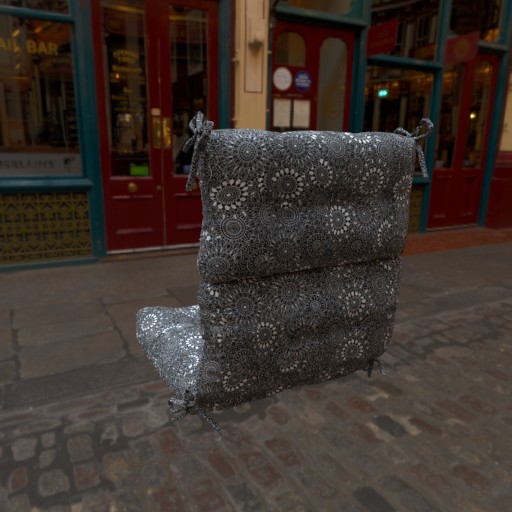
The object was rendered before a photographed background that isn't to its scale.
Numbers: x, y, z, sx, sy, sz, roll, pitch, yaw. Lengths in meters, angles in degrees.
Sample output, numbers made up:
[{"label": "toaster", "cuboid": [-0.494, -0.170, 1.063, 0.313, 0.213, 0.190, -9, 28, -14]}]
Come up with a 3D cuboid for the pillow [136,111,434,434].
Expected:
[{"label": "pillow", "cuboid": [0.000, 0.000, 1.042, 0.519, 0.605, 0.571, -7, 15, -27]}]
